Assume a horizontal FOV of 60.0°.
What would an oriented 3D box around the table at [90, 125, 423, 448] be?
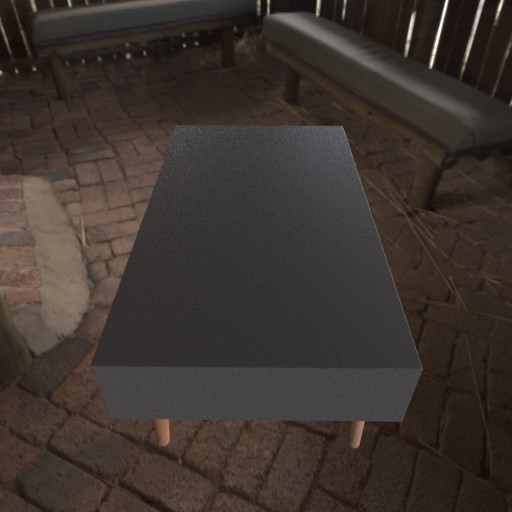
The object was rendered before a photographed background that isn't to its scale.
[{"bbox_3d":[0.000,0.000,1.507,0.703,0.404,1.201,0,40,0],"label":"table"}]
